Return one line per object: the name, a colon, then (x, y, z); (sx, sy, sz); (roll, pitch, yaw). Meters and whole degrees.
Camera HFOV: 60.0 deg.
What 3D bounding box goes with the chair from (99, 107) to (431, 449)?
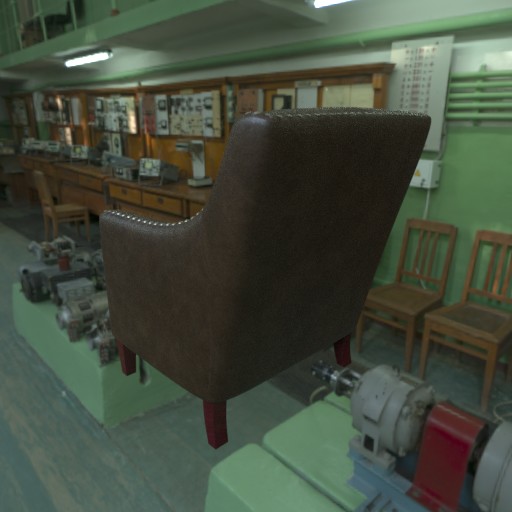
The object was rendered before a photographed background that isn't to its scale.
chair: (0.000, 0.000, 1.285); (0.639, 0.813, 0.704); (-16, 24, -41)
